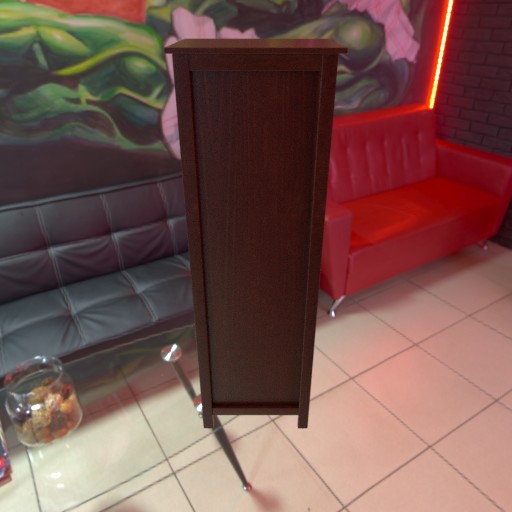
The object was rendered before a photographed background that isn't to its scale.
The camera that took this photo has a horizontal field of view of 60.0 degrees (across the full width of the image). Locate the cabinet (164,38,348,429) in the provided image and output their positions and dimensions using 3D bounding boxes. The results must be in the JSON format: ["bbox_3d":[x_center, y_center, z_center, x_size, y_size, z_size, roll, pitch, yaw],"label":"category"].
[{"bbox_3d":[0.000,0.000,1.746,0.500,1.518,0.401,0,29,0],"label":"cabinet"}]
